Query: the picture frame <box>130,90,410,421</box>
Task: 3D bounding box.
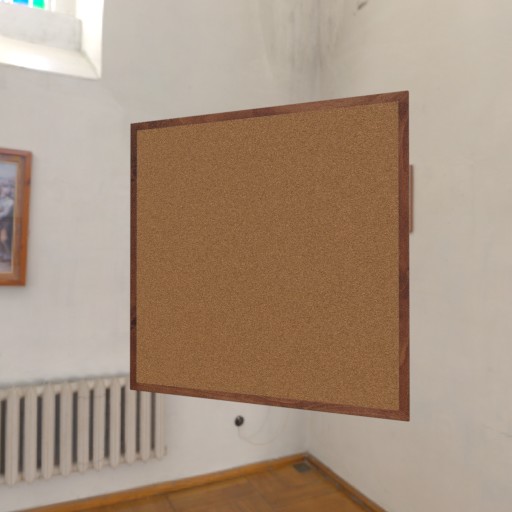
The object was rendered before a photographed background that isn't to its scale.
[{"bbox_3d":[0.000,0.000,1.238,0.810,0.817,0.029,0,0,19],"label":"picture frame"}]
